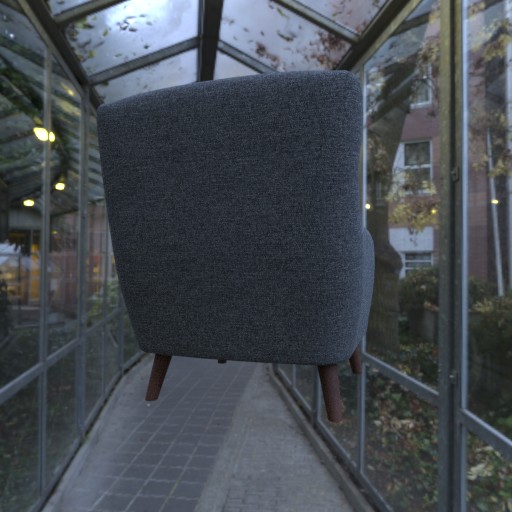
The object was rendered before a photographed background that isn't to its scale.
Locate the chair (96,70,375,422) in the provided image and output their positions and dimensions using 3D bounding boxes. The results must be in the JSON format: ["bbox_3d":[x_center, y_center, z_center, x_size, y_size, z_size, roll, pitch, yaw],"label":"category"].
[{"bbox_3d":[0.000,0.000,1.737,0.889,1.039,0.940,0,-1,19],"label":"chair"}]
